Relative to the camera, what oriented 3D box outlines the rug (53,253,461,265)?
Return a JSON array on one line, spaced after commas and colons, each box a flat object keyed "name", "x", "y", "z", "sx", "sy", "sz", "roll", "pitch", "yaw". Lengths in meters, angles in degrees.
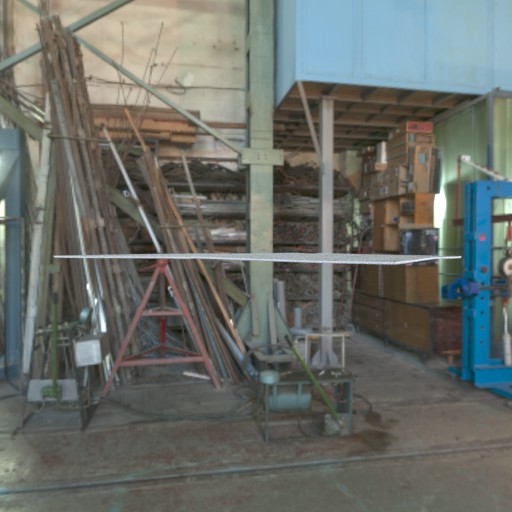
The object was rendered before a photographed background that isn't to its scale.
[{"name": "rug", "x": 0.000, "y": 0.000, "z": 2.297, "sx": 1.792, "sy": 0.021, "sz": 1.154, "roll": 1, "pitch": 1, "yaw": 34}]
